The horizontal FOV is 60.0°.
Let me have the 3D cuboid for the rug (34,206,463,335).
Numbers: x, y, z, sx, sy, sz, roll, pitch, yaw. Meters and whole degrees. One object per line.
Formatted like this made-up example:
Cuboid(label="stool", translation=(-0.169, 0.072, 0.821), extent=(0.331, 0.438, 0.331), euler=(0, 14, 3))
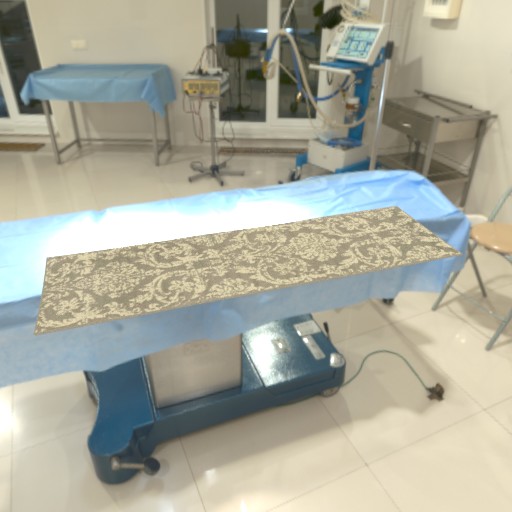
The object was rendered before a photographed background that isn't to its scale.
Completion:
Cuboid(label="rug", translation=(0.000, 0.000, 2.438), extent=(2.196, 0.011, 0.662), euler=(-9, 33, -15))
